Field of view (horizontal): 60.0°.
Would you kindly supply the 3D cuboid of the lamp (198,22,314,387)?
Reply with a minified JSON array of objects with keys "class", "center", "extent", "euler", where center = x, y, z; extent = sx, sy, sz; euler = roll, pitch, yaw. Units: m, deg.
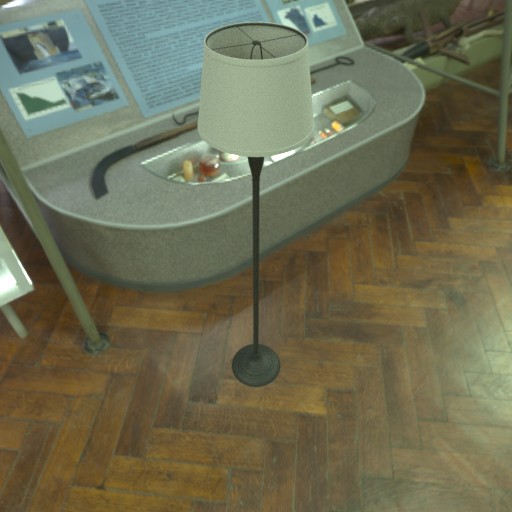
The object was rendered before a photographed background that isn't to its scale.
[{"class":"lamp","center":[0.000,0.000,1.618],"extent":[0.327,1.506,0.327],"euler":[15,47,14]}]
